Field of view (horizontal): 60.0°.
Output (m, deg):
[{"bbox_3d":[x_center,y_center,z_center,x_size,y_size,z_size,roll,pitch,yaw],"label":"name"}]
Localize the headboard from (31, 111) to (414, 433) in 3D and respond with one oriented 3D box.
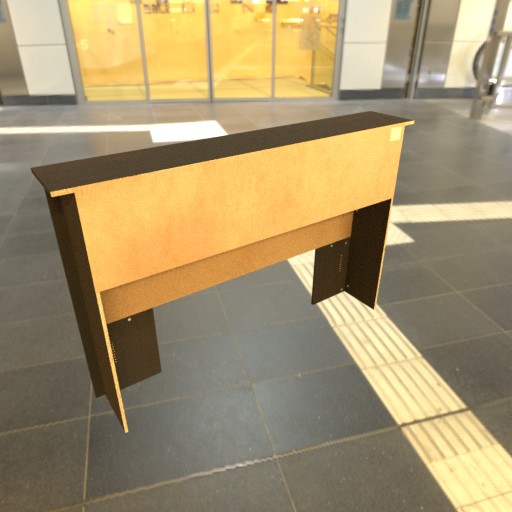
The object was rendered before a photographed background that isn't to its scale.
[{"bbox_3d":[0.000,0.000,2.087,1.671,1.092,0.279,-19,34,-30],"label":"headboard"}]
